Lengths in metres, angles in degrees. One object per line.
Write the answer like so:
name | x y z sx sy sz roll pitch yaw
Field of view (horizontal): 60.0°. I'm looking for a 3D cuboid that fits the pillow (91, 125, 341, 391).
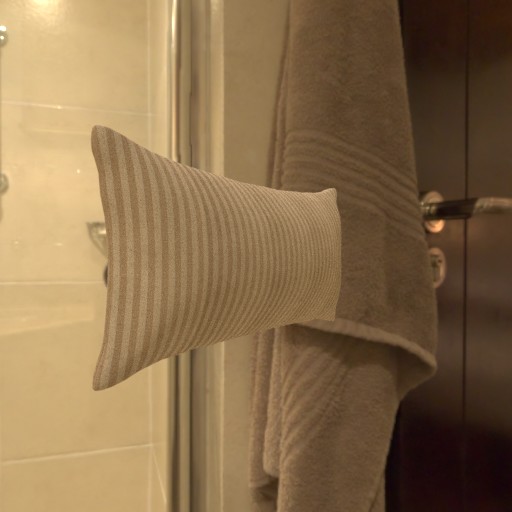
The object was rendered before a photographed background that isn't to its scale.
pillow | 0.000 0.000 0.735 0.151 0.295 0.617 0 1 35
